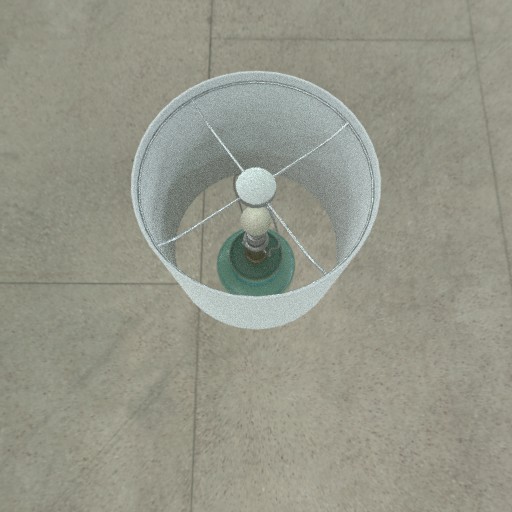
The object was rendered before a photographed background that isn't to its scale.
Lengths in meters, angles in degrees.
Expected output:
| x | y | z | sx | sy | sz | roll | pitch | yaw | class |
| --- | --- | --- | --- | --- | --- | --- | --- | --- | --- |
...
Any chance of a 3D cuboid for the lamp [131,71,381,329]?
| x | y | z | sx | sy | sz | roll | pitch | yaw | class |
| --- | --- | --- | --- | --- | --- | --- | --- | --- | --- |
| 0.000 | 0.000 | 0.612 | 0.212 | 0.493 | 0.212 | -34 | 77 | -9 | lamp |
